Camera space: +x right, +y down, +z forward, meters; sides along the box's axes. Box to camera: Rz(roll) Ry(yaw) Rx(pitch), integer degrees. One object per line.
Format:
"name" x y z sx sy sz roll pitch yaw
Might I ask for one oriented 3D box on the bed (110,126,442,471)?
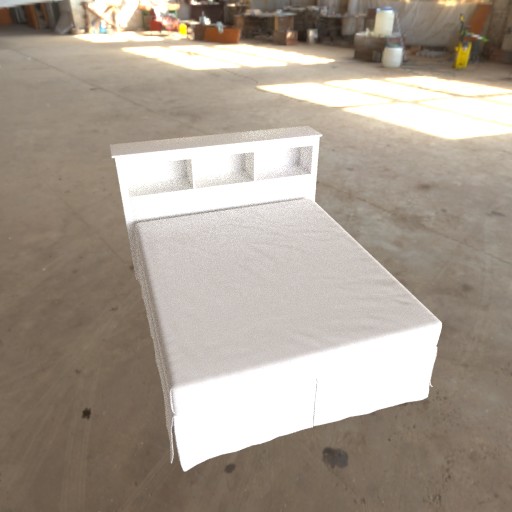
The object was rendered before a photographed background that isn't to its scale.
"bed" 0.000 0.000 3.072 1.671 1.092 2.133 -10 33 -16
